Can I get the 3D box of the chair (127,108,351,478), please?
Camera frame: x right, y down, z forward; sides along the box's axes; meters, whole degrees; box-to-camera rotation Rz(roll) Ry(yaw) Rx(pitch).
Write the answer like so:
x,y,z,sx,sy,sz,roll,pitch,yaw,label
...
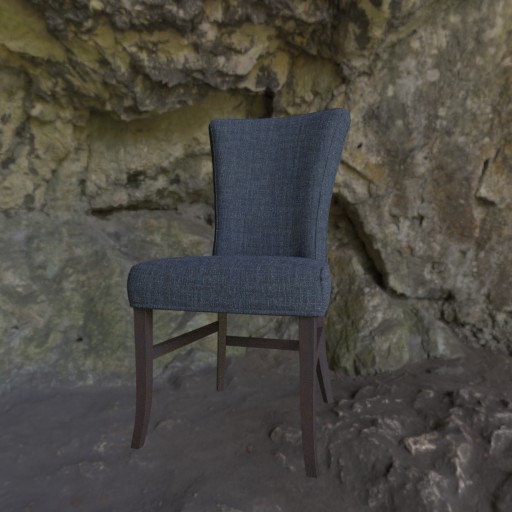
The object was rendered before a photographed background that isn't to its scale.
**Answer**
x,y,z,sx,sy,sz,roll,pitch,yaw,label
0.000,0.000,1.361,0.520,0.991,0.660,0,2,18,chair
